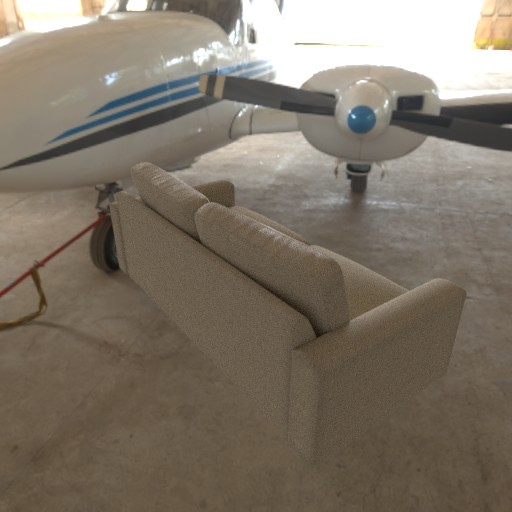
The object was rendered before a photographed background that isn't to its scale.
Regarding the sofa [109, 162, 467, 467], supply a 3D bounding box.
[{"bbox_3d":[0.000,0.000,2.712,1.016,0.873,2.179,-19,33,-32],"label":"sofa"}]
